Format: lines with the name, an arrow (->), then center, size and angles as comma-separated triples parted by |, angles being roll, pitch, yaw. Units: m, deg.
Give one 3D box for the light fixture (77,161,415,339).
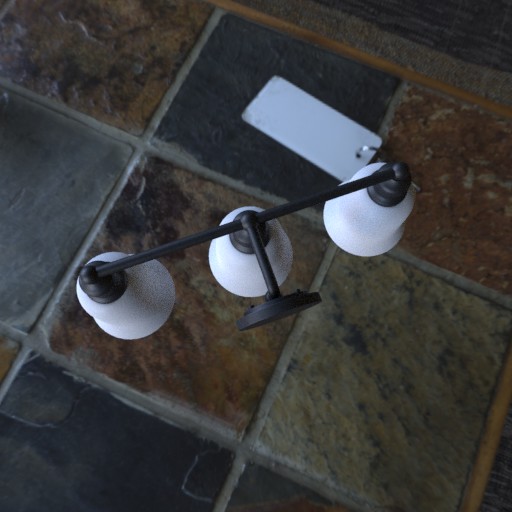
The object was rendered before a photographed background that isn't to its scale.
light fixture -> 0.000, 0.000, 0.658 | 0.570, 0.211, 0.198 | -19, 78, -4
